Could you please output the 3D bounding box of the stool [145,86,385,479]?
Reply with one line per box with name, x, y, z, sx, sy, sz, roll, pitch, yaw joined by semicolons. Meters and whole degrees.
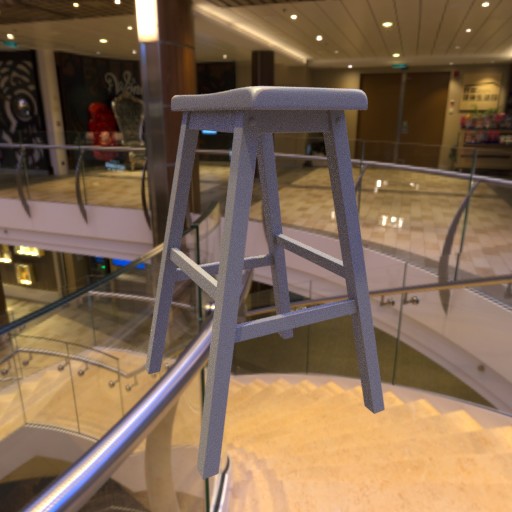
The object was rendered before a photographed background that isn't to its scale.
stool;0.000;0.000;1.067;0.476;0.737;0.457;-9;20;-26
